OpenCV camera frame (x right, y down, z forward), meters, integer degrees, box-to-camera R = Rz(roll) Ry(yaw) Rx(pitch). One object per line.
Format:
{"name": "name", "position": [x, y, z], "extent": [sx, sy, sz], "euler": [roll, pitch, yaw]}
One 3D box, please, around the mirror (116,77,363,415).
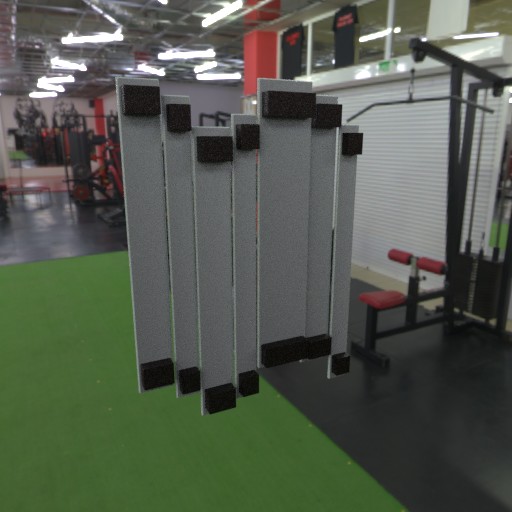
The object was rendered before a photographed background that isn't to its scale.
{"name": "mirror", "position": [0.000, 0.000, 0.813], "extent": [0.445, 0.611, 0.058], "euler": [-7, 16, -25]}
